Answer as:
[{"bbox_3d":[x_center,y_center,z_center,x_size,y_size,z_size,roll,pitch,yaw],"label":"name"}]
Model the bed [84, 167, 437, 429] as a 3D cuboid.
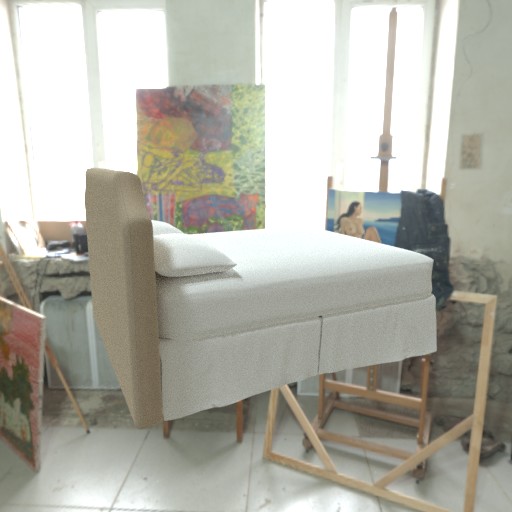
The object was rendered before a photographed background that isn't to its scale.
[{"bbox_3d":[0.000,0.000,3.332,2.204,1.301,1.828,-6,13,-26],"label":"bed"}]
